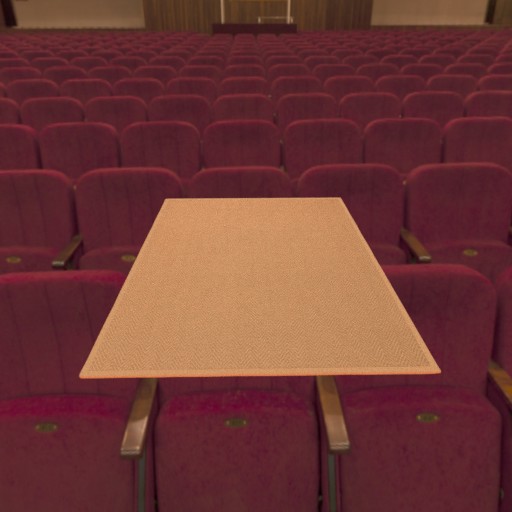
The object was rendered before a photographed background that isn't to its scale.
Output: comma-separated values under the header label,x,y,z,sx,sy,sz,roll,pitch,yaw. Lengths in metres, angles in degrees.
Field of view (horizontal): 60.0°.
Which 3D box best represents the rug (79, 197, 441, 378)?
label,x,y,z,sx,sy,sz,roll,pitch,yaw
rug,0.000,0.000,2.866,1.532,0.017,2.244,0,27,-1
